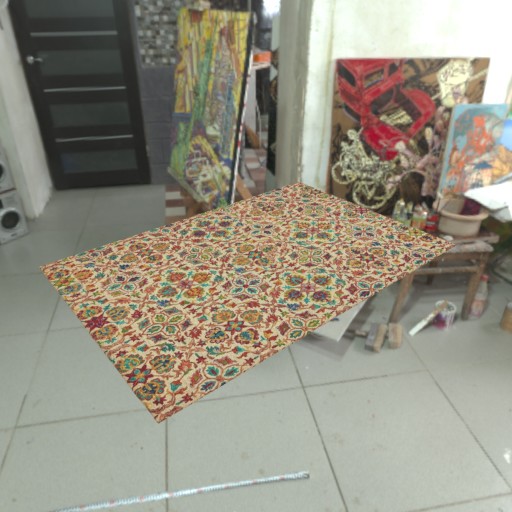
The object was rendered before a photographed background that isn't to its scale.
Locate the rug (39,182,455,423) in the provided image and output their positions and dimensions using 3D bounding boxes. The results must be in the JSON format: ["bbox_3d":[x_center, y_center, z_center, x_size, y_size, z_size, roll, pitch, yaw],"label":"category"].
[{"bbox_3d":[0.000,0.000,2.339,1.838,0.013,1.226,-23,38,-33],"label":"rug"}]
